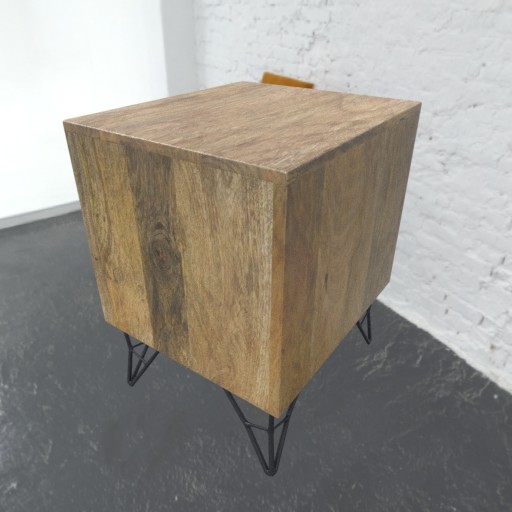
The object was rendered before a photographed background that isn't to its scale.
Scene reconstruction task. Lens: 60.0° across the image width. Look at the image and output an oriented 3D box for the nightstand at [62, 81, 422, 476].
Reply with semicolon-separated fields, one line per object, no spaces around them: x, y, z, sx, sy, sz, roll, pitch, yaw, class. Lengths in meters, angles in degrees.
0.000;0.000;0.873;0.406;0.559;0.457;20;35;30;nightstand
